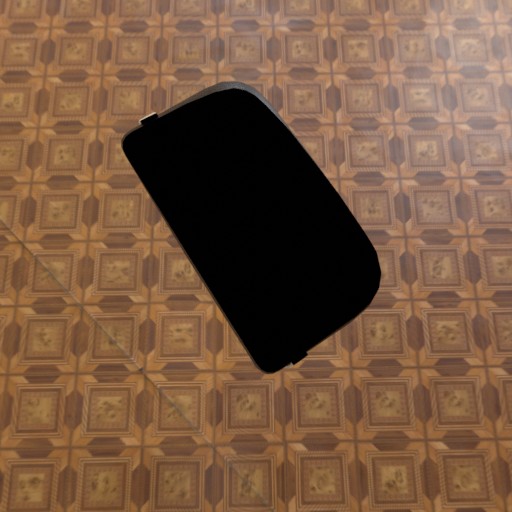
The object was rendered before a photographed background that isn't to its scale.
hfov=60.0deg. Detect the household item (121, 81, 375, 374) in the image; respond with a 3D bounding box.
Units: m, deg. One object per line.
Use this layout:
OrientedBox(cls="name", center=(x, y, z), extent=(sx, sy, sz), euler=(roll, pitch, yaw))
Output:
OrientedBox(cls="household item", center=(0.000, 0.000, 0.146), extent=(0.038, 0.114, 0.070), euler=(-32, 78, -8))
